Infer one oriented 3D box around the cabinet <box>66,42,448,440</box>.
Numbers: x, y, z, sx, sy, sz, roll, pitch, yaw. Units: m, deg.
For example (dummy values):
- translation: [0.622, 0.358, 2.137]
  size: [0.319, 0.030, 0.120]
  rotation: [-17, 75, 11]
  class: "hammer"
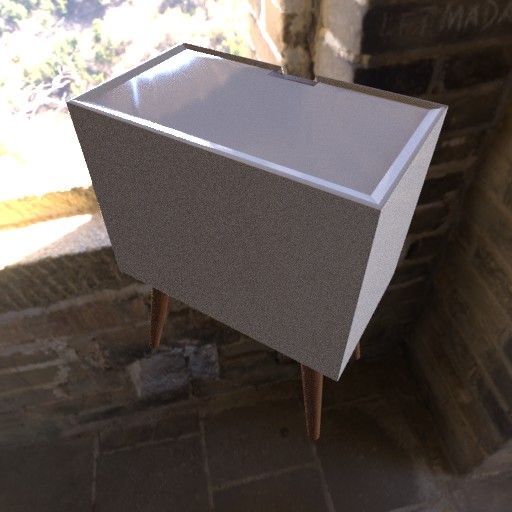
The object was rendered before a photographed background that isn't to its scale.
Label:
- translation: [0.000, 0.000, 1.062]
  size: [0.591, 0.772, 0.344]
  rotation: [23, 50, 21]
  class: "cabinet"
